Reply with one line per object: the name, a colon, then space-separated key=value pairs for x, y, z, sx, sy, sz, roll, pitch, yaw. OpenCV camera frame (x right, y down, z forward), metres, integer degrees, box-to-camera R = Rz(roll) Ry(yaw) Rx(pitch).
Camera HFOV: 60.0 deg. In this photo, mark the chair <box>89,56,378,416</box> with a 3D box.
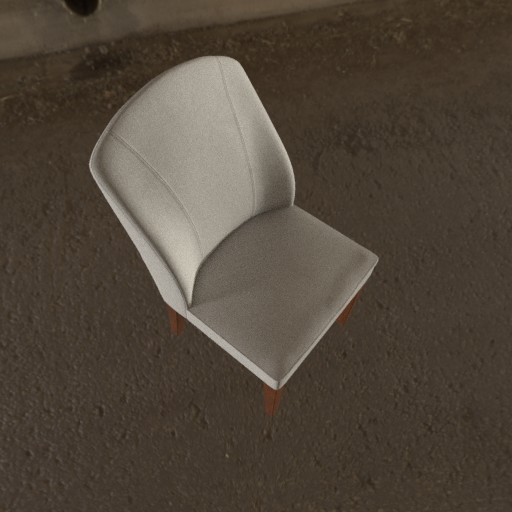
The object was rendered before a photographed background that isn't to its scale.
chair: x=0.000 y=0.000 z=1.220 sx=0.540 sy=0.893 sz=0.472 roll=35 pitch=64 yaw=20
